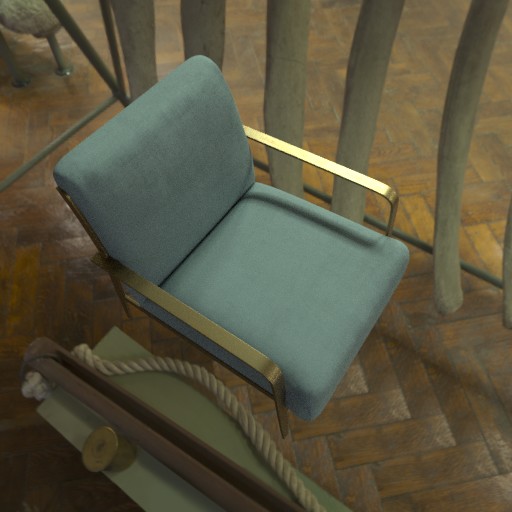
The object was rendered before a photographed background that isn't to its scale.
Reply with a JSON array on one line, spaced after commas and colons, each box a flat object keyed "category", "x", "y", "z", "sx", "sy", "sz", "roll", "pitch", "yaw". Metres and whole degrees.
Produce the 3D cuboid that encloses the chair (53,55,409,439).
[{"category": "chair", "x": 0.000, "y": 0.000, "z": 1.429, "sx": 0.842, "sy": 0.824, "sz": 0.701, "roll": 31, "pitch": 63, "yaw": 18}]
